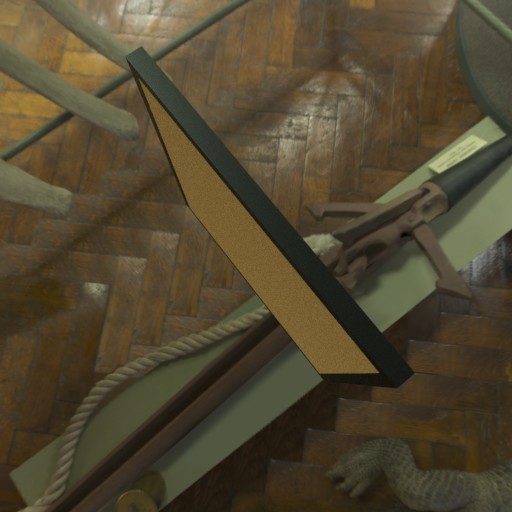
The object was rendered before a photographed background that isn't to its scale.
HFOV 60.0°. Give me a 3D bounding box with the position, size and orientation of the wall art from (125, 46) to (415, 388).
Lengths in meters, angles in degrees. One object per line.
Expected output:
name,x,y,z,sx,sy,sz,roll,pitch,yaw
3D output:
wall art,0.000,0.000,1.132,0.038,0.762,0.762,-37,78,-9
